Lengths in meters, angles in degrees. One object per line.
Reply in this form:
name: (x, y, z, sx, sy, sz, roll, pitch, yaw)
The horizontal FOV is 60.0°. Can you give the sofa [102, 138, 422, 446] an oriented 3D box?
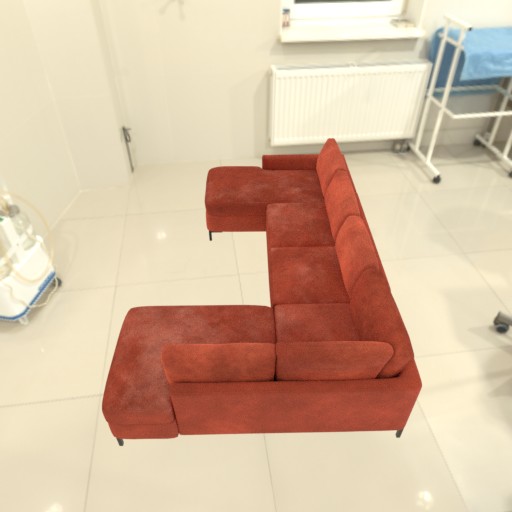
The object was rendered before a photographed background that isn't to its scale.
sofa: (0.000, 0.000, 3.838, 1.981, 0.858, 2.971, -1, 41, -1)
